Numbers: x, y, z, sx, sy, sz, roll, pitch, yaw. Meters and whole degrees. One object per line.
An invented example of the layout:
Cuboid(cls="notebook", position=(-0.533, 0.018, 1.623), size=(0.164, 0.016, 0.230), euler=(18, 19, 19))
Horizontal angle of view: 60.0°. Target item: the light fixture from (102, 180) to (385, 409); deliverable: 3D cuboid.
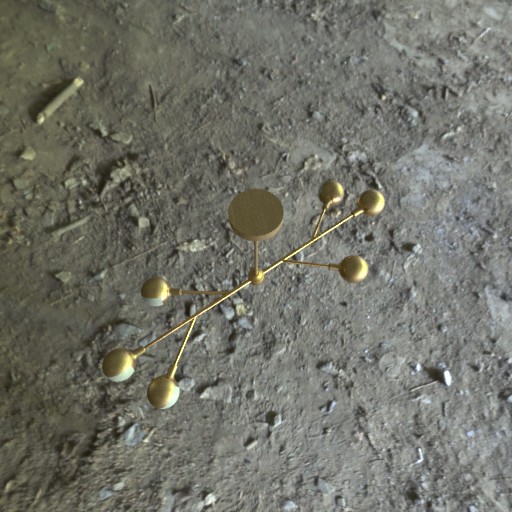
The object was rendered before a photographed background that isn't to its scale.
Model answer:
Cuboid(cls="light fixture", position=(0.000, 0.000, 0.967), size=(0.778, 0.362, 0.434), euler=(-17, 65, -8))
